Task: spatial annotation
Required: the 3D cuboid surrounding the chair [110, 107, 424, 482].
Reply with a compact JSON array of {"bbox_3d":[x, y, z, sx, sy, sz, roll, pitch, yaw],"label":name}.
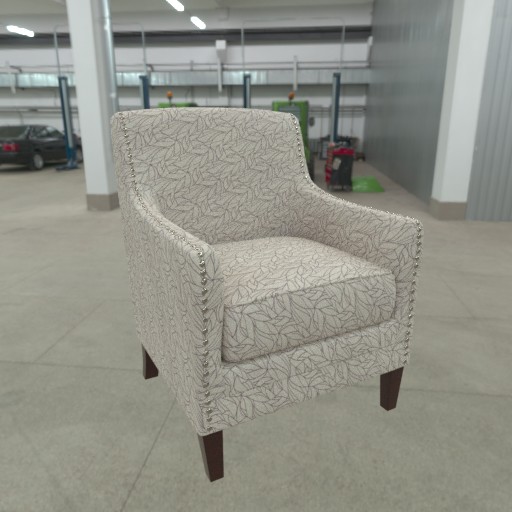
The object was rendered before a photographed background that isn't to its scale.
[{"bbox_3d":[0.000,0.000,1.263,0.623,0.816,0.651,-9,19,-27],"label":"chair"}]
